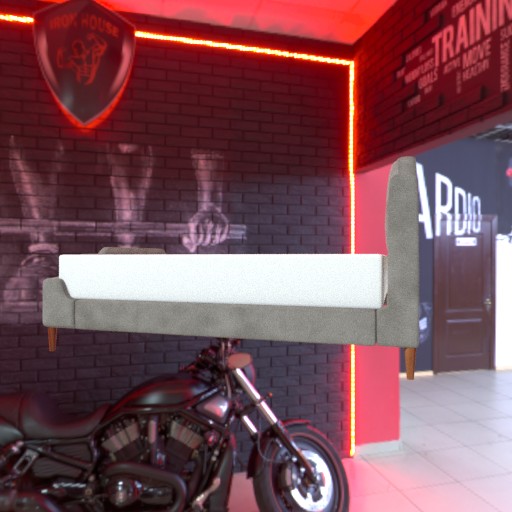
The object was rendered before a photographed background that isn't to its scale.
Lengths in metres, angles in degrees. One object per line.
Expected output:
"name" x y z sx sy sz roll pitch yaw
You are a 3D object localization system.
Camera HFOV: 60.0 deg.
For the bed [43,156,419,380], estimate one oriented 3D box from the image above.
"bed" 0.000 0.000 3.521 2.340 1.245 2.074 0 0 18
